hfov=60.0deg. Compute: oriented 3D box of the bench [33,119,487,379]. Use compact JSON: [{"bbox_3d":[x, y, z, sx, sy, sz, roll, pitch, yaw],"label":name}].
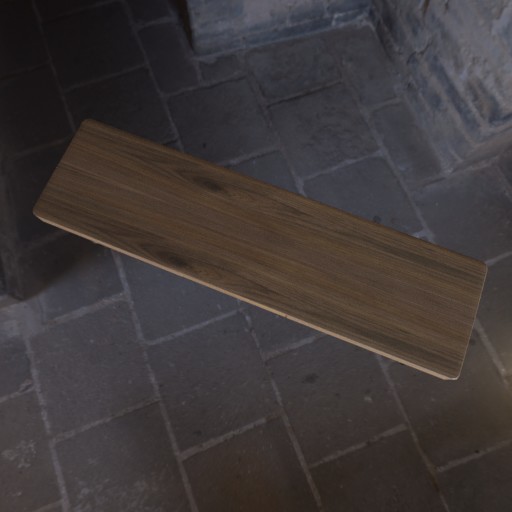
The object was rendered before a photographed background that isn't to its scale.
[{"bbox_3d":[0.000,0.000,1.780,1.570,0.462,0.425,21,75,6],"label":"bench"}]
